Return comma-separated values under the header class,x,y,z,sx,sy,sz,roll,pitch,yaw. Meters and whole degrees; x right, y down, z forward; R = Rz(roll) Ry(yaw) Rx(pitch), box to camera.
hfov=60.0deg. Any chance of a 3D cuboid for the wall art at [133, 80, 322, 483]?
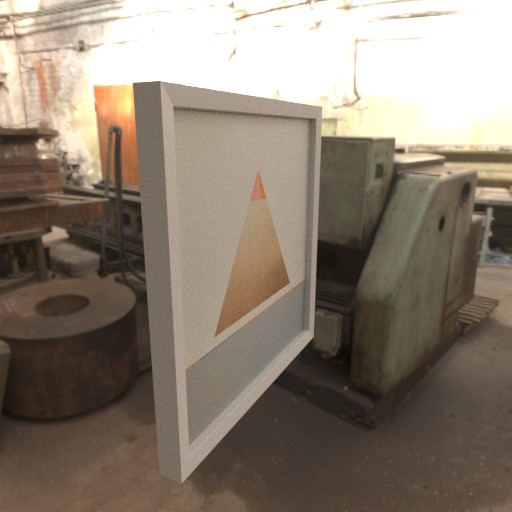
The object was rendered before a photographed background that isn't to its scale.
class,x,y,z,sx,sy,sz,roll,pitch,yaw
wall art,0.000,0.000,1.920,0.098,1.291,1.289,8,17,26
